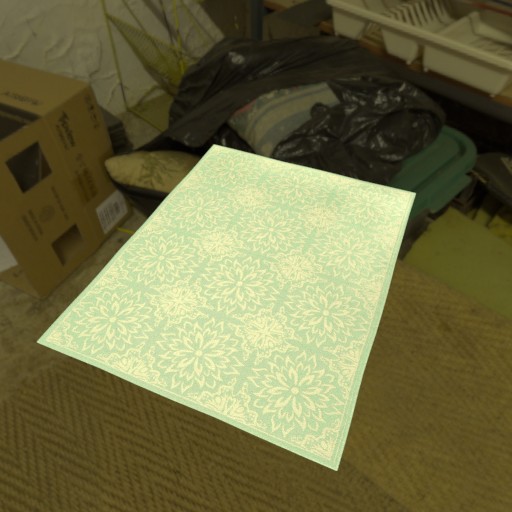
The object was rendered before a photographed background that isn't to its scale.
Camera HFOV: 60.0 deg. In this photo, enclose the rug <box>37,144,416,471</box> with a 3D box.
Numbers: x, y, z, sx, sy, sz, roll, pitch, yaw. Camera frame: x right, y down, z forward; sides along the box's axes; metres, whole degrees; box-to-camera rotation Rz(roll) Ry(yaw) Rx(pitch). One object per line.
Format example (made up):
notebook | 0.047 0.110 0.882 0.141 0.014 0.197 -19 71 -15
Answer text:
rug | 0.000 0.000 4.001 2.363 0.012 2.980 17 49 16
